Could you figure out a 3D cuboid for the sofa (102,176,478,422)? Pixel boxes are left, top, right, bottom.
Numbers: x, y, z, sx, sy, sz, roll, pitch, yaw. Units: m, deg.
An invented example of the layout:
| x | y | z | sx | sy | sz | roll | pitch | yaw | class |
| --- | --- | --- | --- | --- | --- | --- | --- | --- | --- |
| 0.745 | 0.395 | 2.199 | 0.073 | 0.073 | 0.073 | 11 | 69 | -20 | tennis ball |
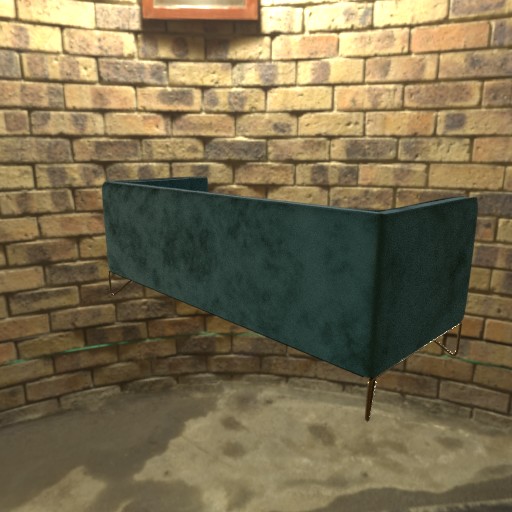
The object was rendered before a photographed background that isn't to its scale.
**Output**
| x | y | z | sx | sy | sz | roll | pitch | yaw | class |
| --- | --- | --- | --- | --- | --- | --- | --- | --- | --- |
| 0.000 | 0.000 | 2.544 | 0.867 | 0.789 | 2.087 | -13 | 19 | -43 | sofa |
